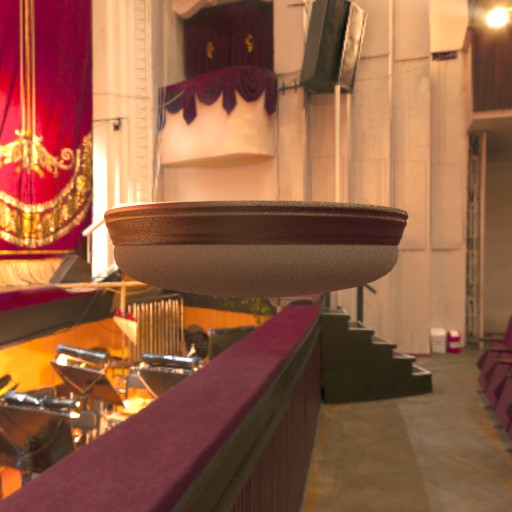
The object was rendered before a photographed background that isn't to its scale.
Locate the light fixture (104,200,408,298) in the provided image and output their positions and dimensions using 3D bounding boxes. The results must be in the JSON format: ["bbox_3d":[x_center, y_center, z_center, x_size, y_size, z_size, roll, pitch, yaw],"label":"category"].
[{"bbox_3d":[0.000,0.000,0.566,0.368,0.100,0.368,0,1,0],"label":"light fixture"}]
